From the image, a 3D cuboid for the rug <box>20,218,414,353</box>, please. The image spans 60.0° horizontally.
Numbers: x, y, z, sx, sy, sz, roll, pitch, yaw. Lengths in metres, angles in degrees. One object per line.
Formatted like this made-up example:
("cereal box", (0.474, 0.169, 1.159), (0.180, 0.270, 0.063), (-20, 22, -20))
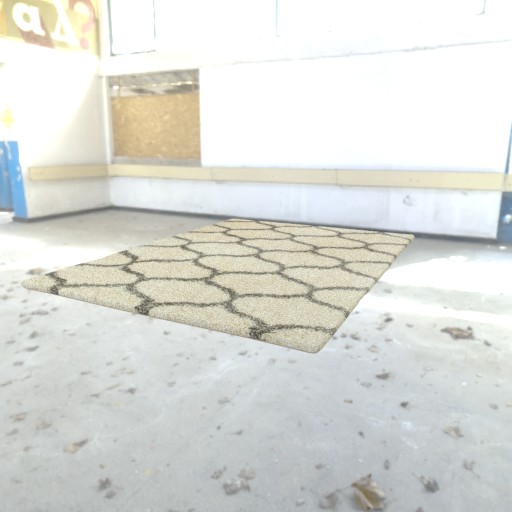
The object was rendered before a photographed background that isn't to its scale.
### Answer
("rug", (0.000, 0.000, 2.096), (1.200, 0.025, 1.600), (7, 16, 27))
